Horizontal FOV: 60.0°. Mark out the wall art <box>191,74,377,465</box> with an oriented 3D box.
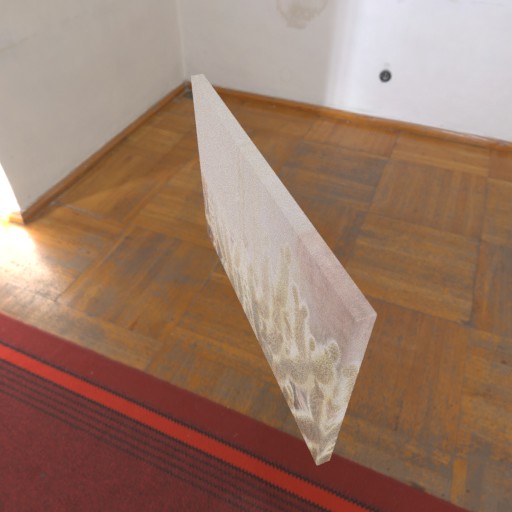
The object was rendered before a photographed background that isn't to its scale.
[{"bbox_3d":[0.000,0.000,1.186,0.040,0.608,0.916,-16,48,-15],"label":"wall art"}]
